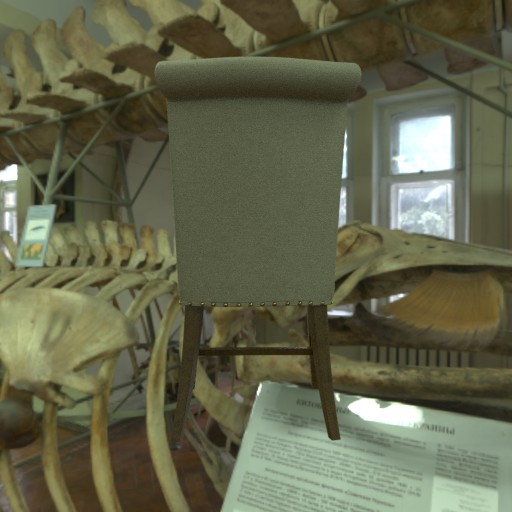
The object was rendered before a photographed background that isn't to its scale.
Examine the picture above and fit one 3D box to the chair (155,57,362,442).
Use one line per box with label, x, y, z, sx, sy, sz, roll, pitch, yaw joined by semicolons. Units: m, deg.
chair;0.000;0.000;1.373;0.513;0.988;0.608;0;1;-1
